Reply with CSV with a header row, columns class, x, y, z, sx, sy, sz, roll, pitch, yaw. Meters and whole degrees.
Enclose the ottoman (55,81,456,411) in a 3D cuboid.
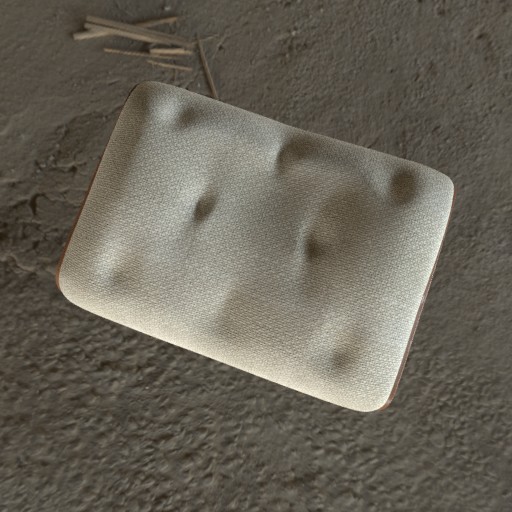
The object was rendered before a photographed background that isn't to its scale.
class,x,y,z,sx,sy,sz,roll,pitch,yaw
ottoman,0.000,0.000,0.796,0.520,0.391,0.394,19,75,5
